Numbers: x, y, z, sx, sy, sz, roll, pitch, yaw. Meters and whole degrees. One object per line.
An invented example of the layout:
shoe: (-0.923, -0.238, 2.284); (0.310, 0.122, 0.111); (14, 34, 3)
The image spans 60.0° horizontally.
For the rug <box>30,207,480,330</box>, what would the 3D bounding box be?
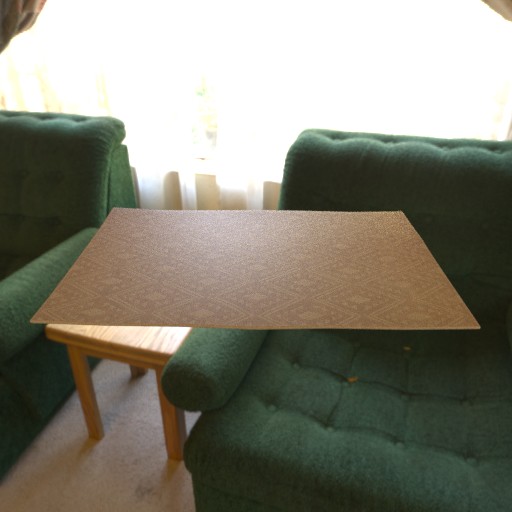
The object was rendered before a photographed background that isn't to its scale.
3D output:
rug: (0.000, 0.000, 3.053); (2.430, 0.053, 1.553); (0, 29, 1)
